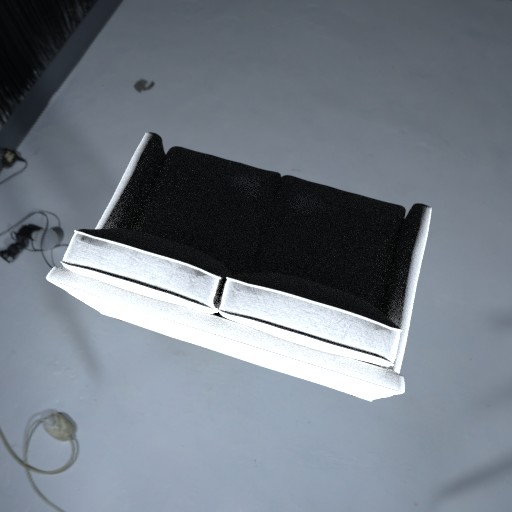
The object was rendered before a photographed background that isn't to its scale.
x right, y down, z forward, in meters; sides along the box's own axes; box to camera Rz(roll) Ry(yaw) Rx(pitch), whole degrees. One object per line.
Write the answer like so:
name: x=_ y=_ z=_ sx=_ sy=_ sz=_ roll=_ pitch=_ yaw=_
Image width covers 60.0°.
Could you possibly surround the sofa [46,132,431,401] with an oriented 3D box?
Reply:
sofa: x=0.000 y=0.000 z=2.273 sx=1.597 sy=1.003 sz=1.084 roll=16 pitch=66 yaw=8
